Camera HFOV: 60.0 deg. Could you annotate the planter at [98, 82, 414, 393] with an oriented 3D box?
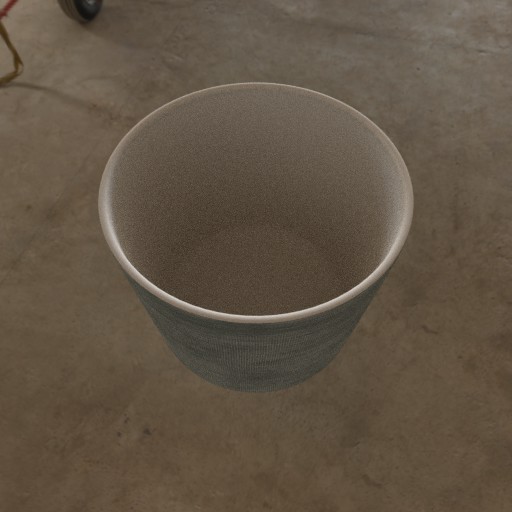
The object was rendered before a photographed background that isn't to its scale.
[{"bbox_3d":[0.000,0.000,0.794,0.440,0.398,0.440,0,57,0],"label":"planter"}]
